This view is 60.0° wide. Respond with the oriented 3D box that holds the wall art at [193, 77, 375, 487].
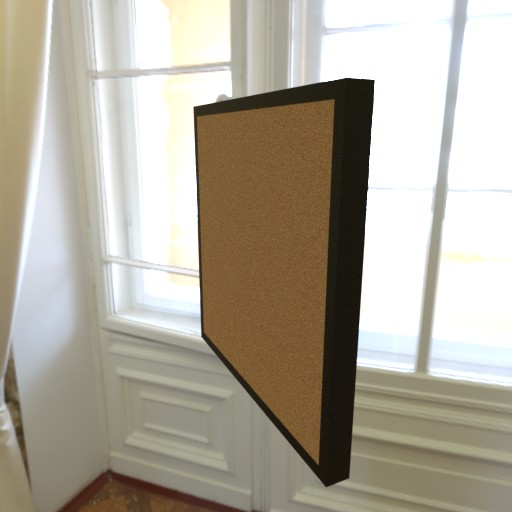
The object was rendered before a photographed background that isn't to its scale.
[{"bbox_3d":[0.000,0.000,0.750,0.038,0.508,0.508,-7,17,-25],"label":"wall art"}]
